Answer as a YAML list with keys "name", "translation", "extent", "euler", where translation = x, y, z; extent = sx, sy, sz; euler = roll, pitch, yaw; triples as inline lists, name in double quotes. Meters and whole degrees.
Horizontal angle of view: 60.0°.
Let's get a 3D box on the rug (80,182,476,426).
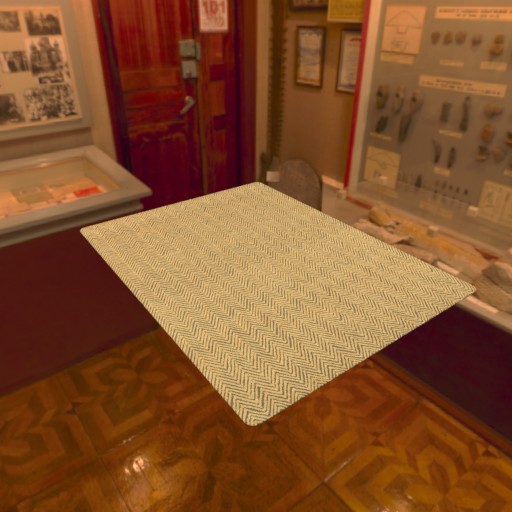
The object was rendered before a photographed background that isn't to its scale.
- name: "rug"
  translation: [0.000, 0.000, 4.329]
  extent: [2.439, 0.014, 3.207]
  euler: [-20, 36, -31]
